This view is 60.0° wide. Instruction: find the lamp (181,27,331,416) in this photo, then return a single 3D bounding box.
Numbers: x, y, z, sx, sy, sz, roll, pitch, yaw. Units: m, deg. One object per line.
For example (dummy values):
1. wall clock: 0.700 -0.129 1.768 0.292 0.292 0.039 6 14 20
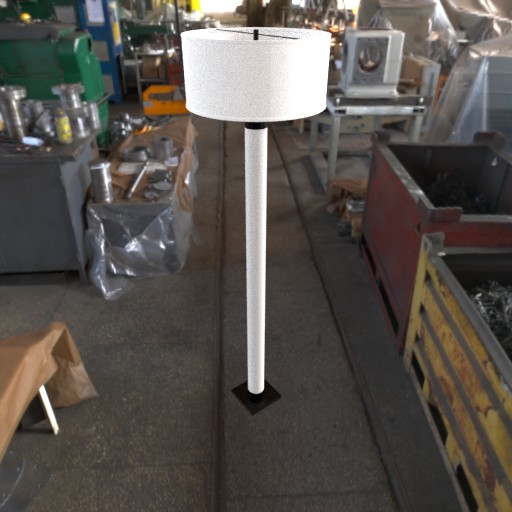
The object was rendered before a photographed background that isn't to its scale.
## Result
1. lamp: 0.000 0.000 1.617 0.420 1.475 0.420 -21 37 -31
